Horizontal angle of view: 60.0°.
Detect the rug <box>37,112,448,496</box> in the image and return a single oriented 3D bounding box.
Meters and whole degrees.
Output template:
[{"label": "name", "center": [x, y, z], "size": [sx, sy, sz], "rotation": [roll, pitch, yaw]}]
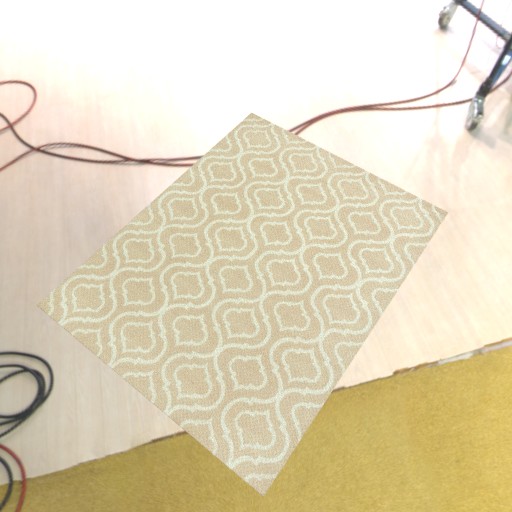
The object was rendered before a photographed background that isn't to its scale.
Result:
[{"label": "rug", "center": [0.000, 0.000, 3.854], "size": [2.286, 0.013, 2.894], "rotation": [32, 63, 19]}]
